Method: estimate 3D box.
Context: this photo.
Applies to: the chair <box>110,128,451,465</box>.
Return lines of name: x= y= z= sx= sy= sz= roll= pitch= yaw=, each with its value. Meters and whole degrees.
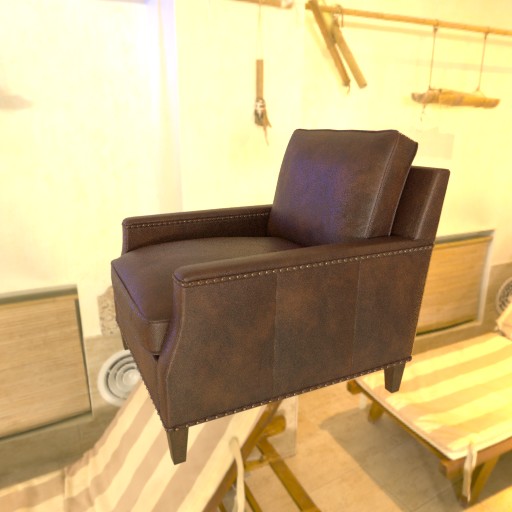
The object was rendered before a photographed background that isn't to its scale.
chair: x=0.000 y=0.000 z=1.682 sx=1.014 sy=0.929 sz=0.853 roll=-8 pitch=18 yaw=-25
